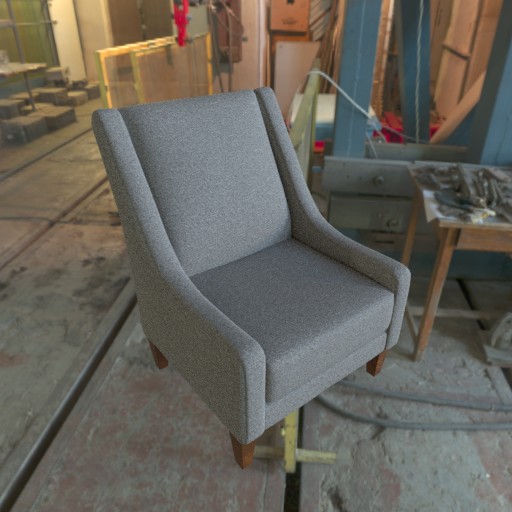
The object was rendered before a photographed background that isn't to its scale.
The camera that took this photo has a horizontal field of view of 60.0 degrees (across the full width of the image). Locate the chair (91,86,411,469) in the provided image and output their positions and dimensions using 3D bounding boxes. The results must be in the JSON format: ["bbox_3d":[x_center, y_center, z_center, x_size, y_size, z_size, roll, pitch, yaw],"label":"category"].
[{"bbox_3d":[0.000,0.000,1.630,0.774,1.016,0.870,-22,36,-32],"label":"chair"}]
